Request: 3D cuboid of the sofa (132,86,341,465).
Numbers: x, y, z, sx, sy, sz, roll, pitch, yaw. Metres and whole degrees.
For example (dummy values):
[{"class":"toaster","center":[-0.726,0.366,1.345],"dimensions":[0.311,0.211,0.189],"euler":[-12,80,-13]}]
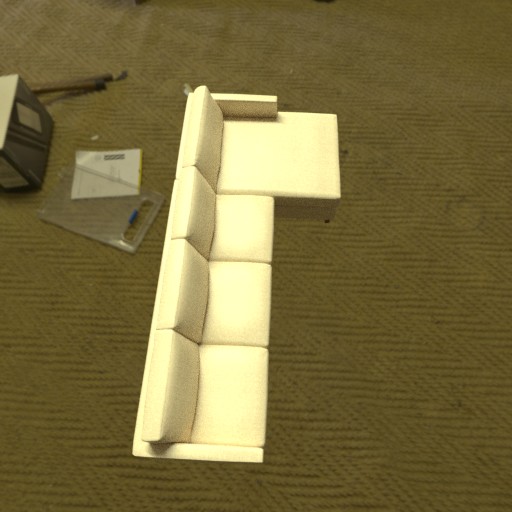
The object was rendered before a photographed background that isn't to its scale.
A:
[{"class":"sofa","center":[0.000,0.000,4.066],"dimensions":[1.603,0.954,3.471],"euler":[3,64,1]}]
